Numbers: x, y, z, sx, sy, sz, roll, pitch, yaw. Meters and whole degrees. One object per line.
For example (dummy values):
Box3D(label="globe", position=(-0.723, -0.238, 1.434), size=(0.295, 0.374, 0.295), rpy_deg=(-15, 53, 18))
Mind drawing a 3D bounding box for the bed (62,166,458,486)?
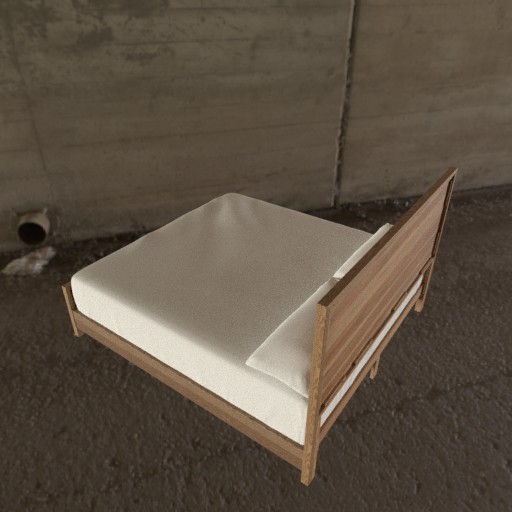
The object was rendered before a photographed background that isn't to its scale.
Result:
Box3D(label="bed", position=(0.000, 0.000, 3.427), size=(2.184, 1.295, 2.013), rpy_deg=(21, 37, 30))
